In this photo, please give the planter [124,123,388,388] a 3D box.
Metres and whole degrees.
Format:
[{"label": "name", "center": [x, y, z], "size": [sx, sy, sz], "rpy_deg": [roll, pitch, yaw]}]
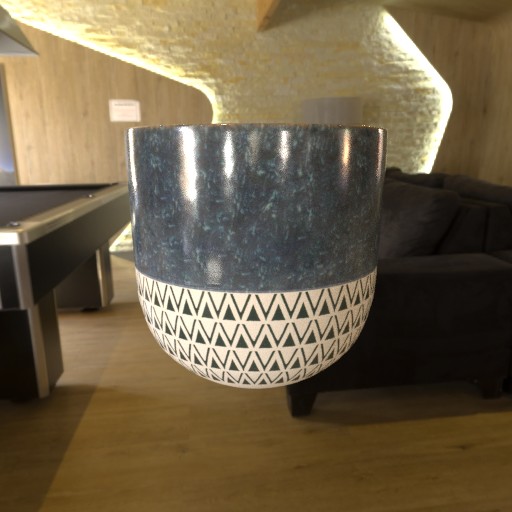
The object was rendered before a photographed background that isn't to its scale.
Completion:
[{"label": "planter", "center": [0.000, 0.000, 0.495], "size": [0.266, 0.270, 0.266], "rpy_deg": [0, 13, 0]}]
